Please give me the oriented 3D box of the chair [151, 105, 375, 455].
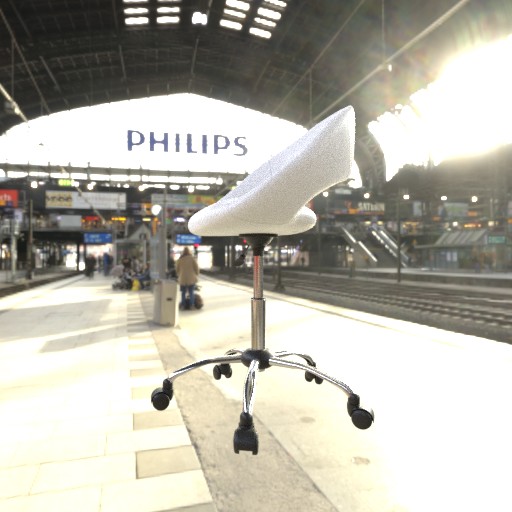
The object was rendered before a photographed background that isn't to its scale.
[{"bbox_3d":[0.000,0.000,1.180,0.538,0.791,0.612,0,0,-19],"label":"chair"}]
